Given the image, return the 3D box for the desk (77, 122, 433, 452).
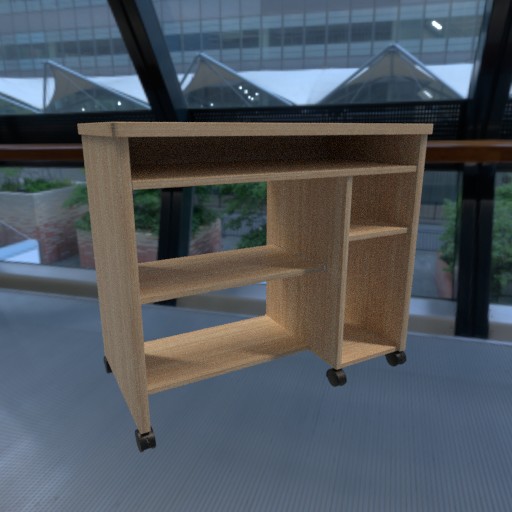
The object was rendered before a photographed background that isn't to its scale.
[{"bbox_3d":[0.000,0.000,1.349,0.884,0.770,0.480,-9,18,-27],"label":"desk"}]
